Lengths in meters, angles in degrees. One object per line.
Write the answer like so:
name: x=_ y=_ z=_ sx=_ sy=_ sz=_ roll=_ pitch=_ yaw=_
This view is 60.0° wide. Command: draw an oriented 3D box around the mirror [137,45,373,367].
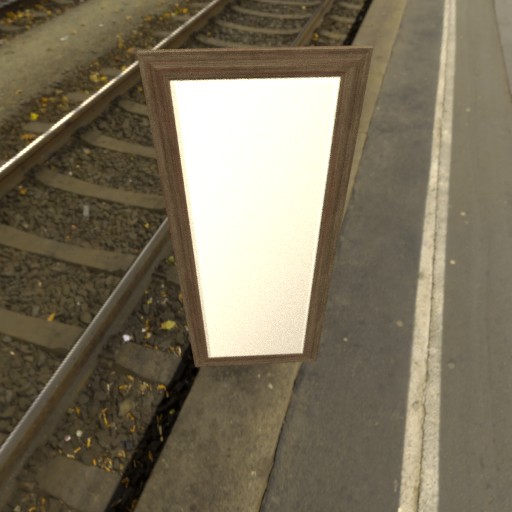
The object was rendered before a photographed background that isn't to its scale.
mirror: x=0.000 y=0.000 z=2.253 sx=0.812 sy=2.032 sz=0.025 roll=-2 pitch=45 yaw=-2
